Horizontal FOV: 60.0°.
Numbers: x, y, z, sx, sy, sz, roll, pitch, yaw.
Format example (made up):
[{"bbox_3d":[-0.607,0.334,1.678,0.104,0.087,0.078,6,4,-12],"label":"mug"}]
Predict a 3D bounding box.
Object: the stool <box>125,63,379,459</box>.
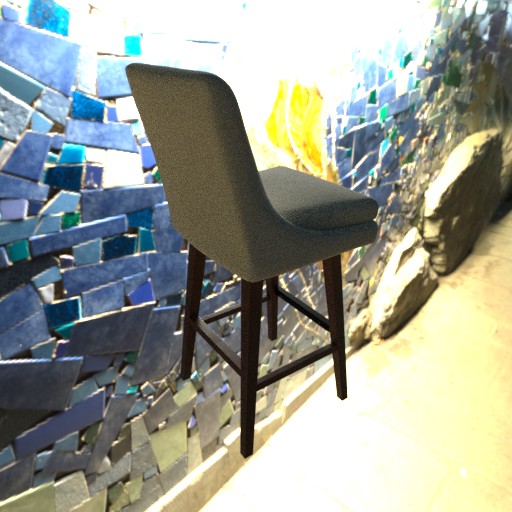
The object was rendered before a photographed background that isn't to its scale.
[{"bbox_3d":[0.000,0.000,1.364,0.559,1.093,0.483,-18,32,-31],"label":"stool"}]
